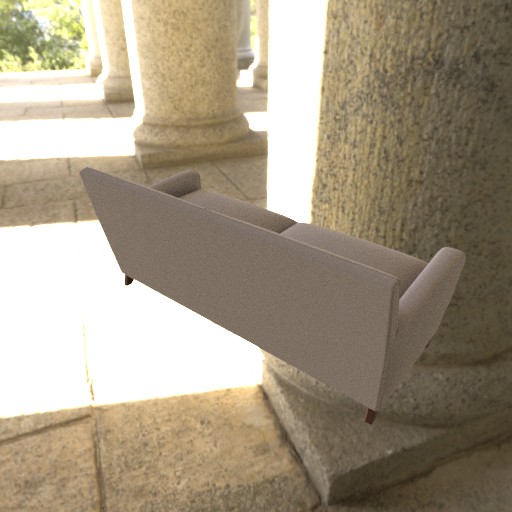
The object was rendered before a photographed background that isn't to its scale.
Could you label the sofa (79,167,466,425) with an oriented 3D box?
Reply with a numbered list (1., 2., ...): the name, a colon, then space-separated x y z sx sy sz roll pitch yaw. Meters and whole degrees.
1. sofa: 0.000 0.000 2.506 2.000 0.846 0.875 22 36 33
